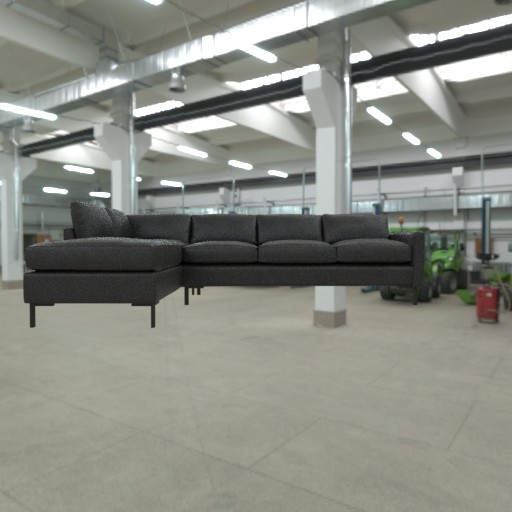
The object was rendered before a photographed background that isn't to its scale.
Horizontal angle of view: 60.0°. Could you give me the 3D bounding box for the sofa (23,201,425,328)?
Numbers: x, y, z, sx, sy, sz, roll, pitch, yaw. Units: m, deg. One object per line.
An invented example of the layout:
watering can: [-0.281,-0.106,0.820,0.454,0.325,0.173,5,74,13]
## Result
sofa: [0.000,0.000,3.777,2.984,0.877,1.938,0,2,0]
